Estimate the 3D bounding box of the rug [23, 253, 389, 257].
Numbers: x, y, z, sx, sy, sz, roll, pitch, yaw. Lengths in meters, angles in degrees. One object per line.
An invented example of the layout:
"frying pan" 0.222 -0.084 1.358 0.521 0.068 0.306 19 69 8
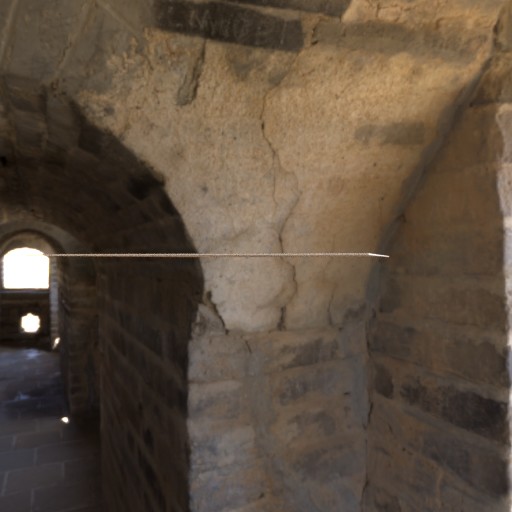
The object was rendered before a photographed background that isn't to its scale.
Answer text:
"rug" 0.000 0.000 2.920 1.611 0.008 2.227 0 0 18
